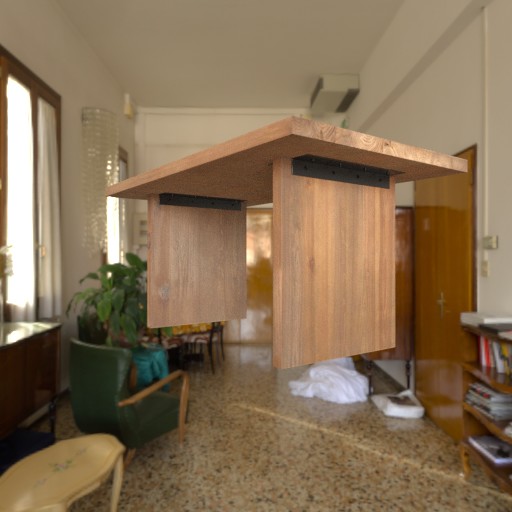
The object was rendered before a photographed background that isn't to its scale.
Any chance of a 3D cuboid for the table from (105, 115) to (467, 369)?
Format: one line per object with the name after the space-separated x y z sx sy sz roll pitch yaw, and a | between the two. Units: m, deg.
0.000 0.000 2.163 0.946 0.780 1.609 0 0 -37 | table
